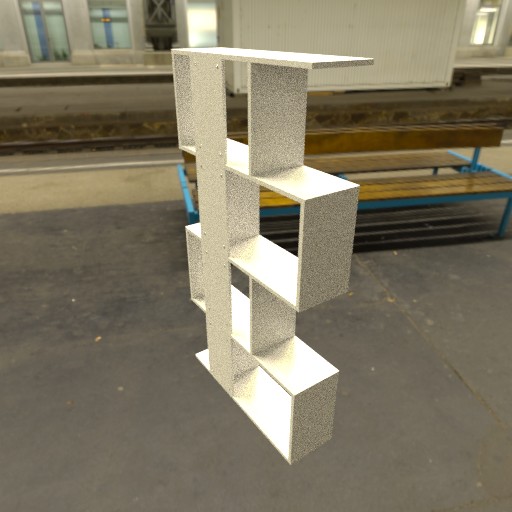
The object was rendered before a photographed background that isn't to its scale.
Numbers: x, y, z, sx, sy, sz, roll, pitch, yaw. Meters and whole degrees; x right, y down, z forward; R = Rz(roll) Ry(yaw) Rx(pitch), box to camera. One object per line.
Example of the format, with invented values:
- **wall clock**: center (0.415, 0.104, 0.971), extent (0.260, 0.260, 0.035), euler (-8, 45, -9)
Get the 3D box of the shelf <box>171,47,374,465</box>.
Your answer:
- **shelf**: center (0.000, 0.000, 1.981), extent (0.250, 1.650, 0.890), euler (-18, 33, -31)
